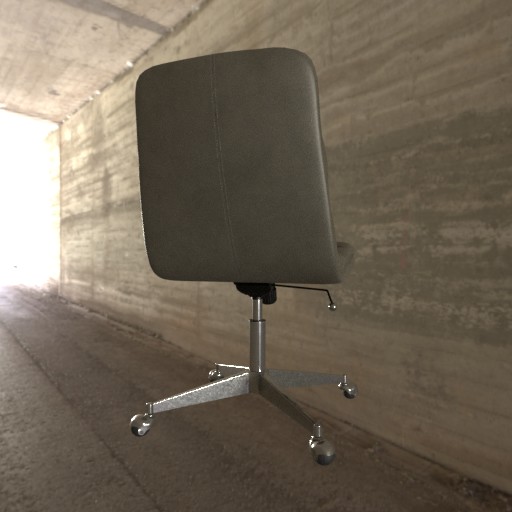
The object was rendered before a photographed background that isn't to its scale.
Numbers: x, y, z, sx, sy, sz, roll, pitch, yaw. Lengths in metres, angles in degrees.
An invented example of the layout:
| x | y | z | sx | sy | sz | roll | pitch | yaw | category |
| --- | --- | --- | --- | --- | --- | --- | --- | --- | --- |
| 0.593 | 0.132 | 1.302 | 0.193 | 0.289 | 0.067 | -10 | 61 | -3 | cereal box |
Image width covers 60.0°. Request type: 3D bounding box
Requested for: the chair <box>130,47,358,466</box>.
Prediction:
| x | y | z | sx | sy | sz | roll | pitch | yaw | category |
| --- | --- | --- | --- | --- | --- | --- | --- | --- | --- |
| 0.000 | 0.000 | 1.016 | 0.422 | 0.738 | 0.485 | 0 | 0 | 18 | chair |
